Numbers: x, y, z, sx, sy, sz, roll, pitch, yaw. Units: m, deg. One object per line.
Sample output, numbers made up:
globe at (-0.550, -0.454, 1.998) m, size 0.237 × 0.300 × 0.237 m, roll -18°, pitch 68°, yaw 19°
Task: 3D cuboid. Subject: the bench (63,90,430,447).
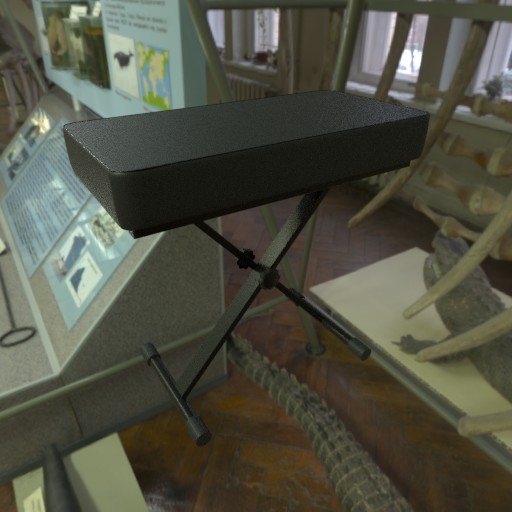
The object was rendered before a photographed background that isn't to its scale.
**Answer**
bench at (0.000, 0.000, 0.921) m, size 0.600 × 0.561 × 0.300 m, roll -18°, pitch 35°, yaw -28°
